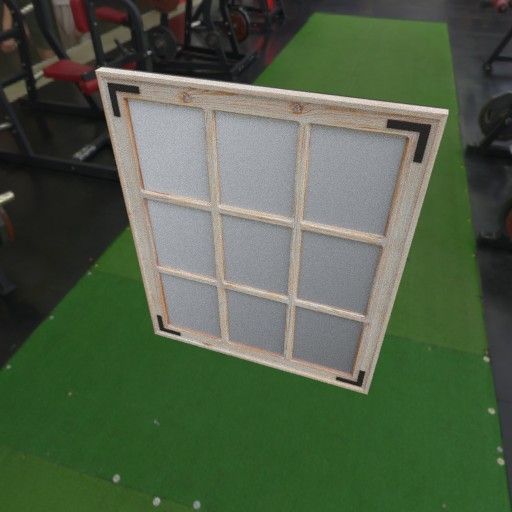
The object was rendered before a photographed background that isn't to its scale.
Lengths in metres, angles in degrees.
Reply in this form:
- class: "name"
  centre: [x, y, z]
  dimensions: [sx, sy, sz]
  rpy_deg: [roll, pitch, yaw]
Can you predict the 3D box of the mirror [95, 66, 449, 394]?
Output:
- class: "mirror"
  centre: [0.000, 0.000, 1.171]
  dimensions: [0.730, 0.882, 0.032]
  rpy_deg: [13, 42, 14]
